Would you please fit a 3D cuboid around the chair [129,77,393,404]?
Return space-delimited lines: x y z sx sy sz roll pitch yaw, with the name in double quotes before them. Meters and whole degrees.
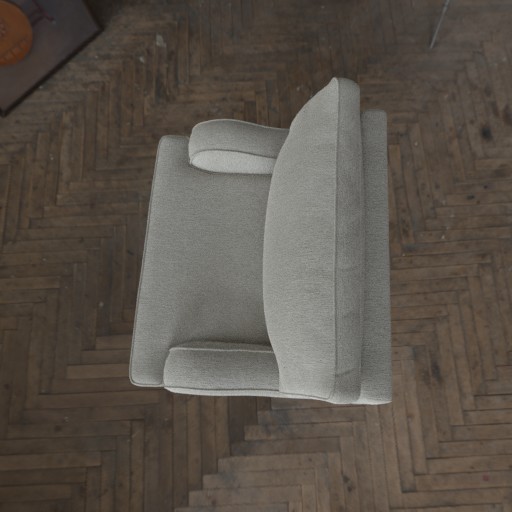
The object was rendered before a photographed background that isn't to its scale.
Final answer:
"chair" 0.000 0.000 2.010 1.041 1.016 1.220 3 75 1
